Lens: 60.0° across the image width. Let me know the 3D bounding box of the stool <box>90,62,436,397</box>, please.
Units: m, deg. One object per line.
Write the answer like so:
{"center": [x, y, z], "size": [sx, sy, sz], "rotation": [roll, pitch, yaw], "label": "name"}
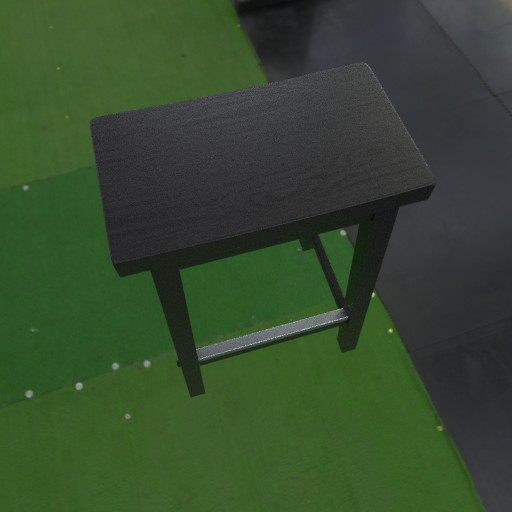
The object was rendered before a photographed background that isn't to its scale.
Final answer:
{"center": [0.000, 0.000, 0.845], "size": [0.406, 0.610, 0.322], "rotation": [-14, 64, -7], "label": "stool"}
